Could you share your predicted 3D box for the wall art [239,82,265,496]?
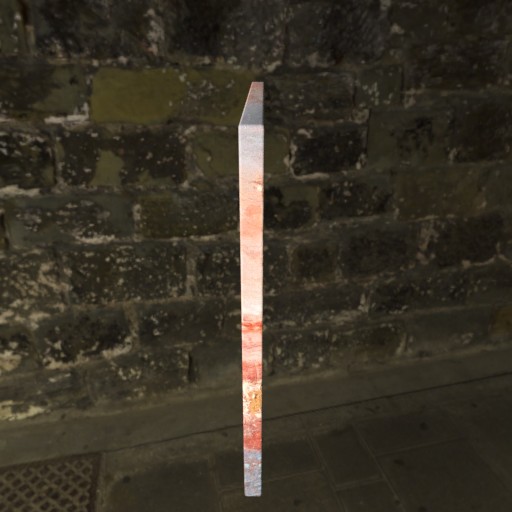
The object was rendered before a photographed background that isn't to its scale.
[{"bbox_3d":[0.000,0.000,1.092,0.035,0.747,0.747,0,26,1],"label":"wall art"}]
